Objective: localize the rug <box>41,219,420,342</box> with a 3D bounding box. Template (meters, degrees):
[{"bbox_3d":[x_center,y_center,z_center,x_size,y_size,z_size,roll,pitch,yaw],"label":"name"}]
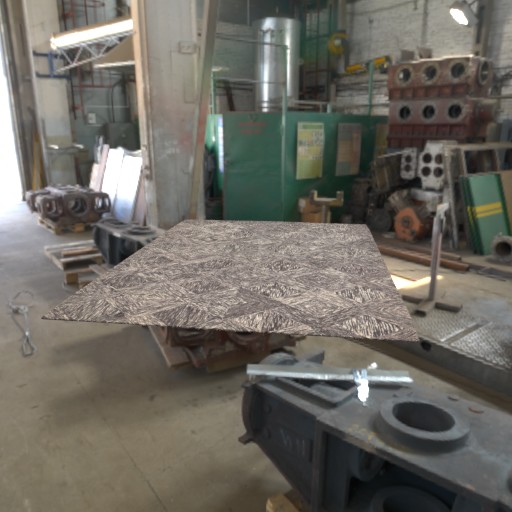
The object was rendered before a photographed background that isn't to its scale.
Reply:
[{"bbox_3d":[0.000,0.000,5.333,2.997,0.020,4.093,2,16,8],"label":"rug"}]
